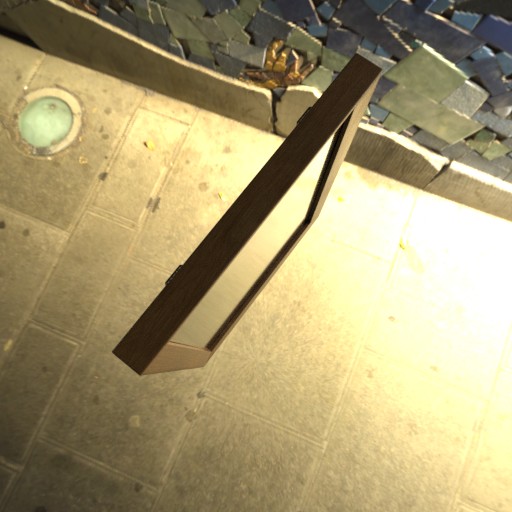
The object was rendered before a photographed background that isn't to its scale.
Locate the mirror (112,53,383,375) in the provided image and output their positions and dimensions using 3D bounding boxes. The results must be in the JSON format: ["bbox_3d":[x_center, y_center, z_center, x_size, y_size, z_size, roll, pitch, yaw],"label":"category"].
[{"bbox_3d":[0.000,0.000,0.695,0.041,0.508,0.405,37,79,8],"label":"mirror"}]
